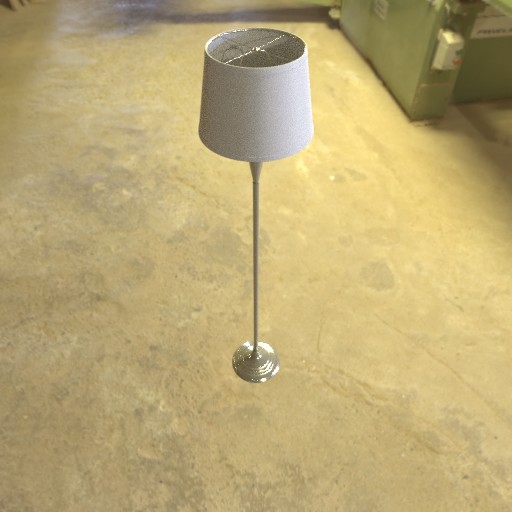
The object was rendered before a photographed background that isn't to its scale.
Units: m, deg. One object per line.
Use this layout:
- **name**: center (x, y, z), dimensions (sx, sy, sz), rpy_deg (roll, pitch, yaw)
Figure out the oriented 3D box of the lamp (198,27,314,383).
- **lamp**: center (0.000, 0.000, 1.642), dimensions (0.327, 1.506, 0.327), rpy_deg (-3, 47, -3)
